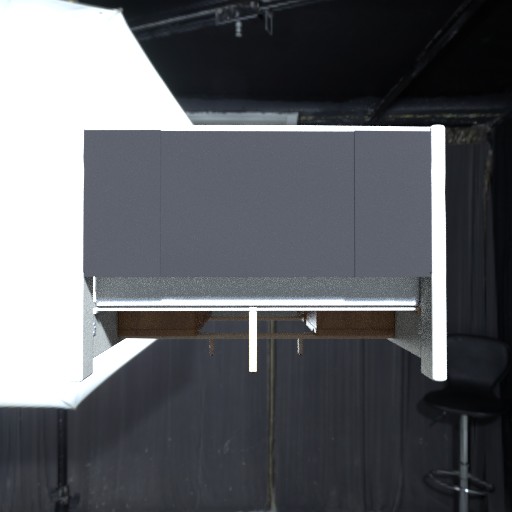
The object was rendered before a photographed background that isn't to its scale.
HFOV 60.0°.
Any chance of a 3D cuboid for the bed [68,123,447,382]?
[{"bbox_3d":[0.000,0.000,3.641,2.140,1.470,2.280,0,-1,-1],"label":"bed"}]
